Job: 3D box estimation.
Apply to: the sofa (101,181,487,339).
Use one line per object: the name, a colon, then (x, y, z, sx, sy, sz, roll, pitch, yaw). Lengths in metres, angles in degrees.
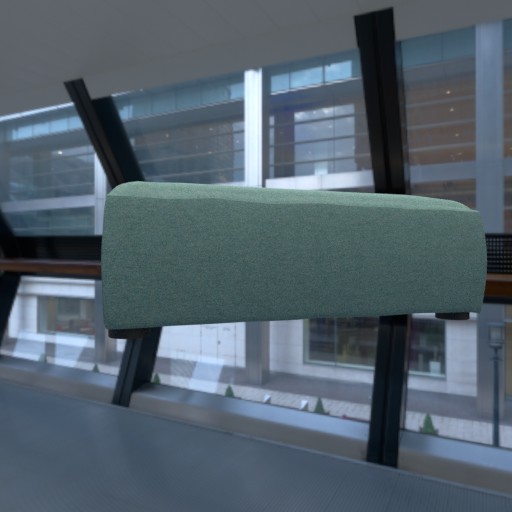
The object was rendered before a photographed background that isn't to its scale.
sofa: (0.000, 0.000, 1.422, 0.930, 0.330, 0.930, 0, 0, -19)
